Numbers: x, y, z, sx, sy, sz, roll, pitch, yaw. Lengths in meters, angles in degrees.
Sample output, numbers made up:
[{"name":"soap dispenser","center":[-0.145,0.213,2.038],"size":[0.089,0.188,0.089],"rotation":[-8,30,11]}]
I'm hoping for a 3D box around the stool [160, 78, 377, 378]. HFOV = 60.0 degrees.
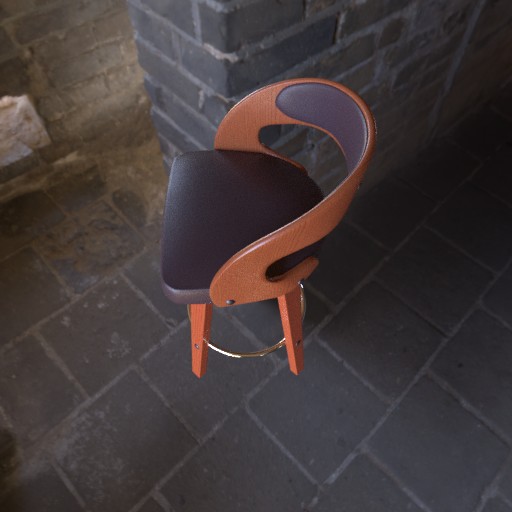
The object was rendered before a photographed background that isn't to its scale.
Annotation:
[{"name":"stool","center":[0.000,0.000,1.235],"size":[0.457,0.940,0.457],"rotation":[-1,57,-1]}]
